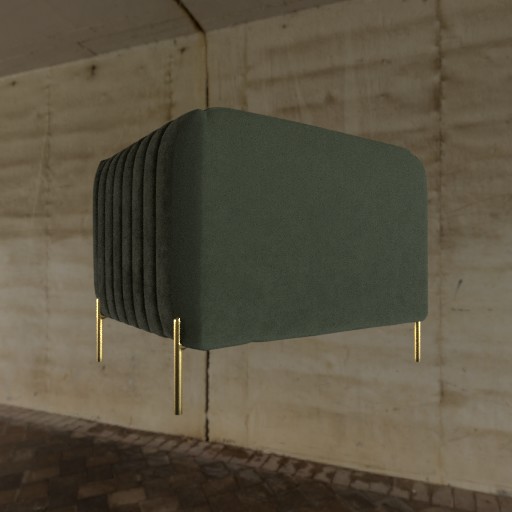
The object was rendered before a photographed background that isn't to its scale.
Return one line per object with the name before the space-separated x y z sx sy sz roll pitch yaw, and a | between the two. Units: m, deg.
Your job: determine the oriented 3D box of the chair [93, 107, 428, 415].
chair | 0.000 0.000 1.688 1.032 0.794 0.877 0 0 -35
